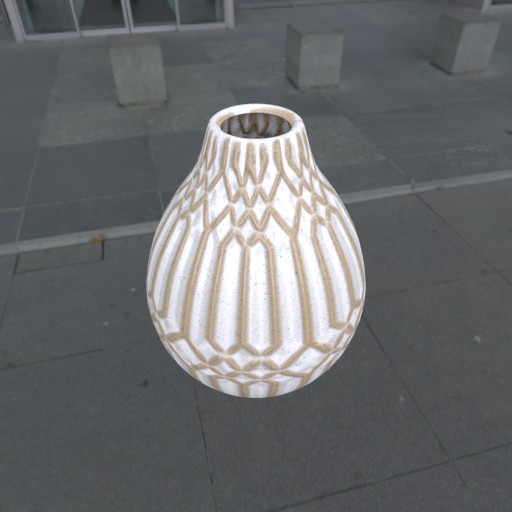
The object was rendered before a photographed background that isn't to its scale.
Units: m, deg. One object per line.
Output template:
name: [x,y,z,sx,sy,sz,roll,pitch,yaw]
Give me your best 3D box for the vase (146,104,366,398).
vase: [0.000,0.000,0.315,0.159,0.200,0.159,0,40,0]
